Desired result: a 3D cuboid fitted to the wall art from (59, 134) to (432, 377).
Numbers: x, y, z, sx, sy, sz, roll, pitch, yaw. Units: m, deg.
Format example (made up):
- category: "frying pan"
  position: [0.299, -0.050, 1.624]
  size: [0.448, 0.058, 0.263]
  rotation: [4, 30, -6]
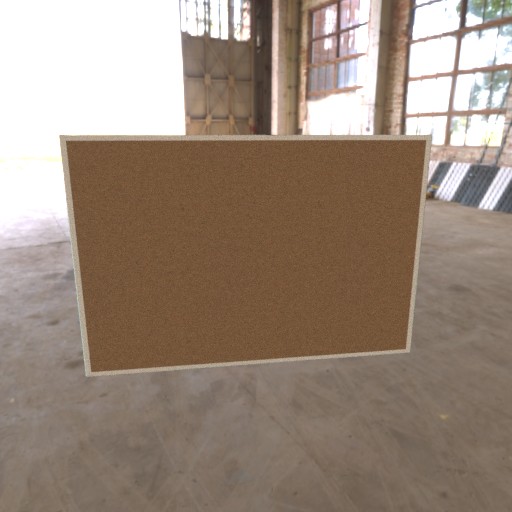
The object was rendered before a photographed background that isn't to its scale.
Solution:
- category: "wall art"
  position: [0.000, 0.000, 1.455]
  size: [1.136, 0.769, 0.040]
  rotation: [-2, 16, -8]
